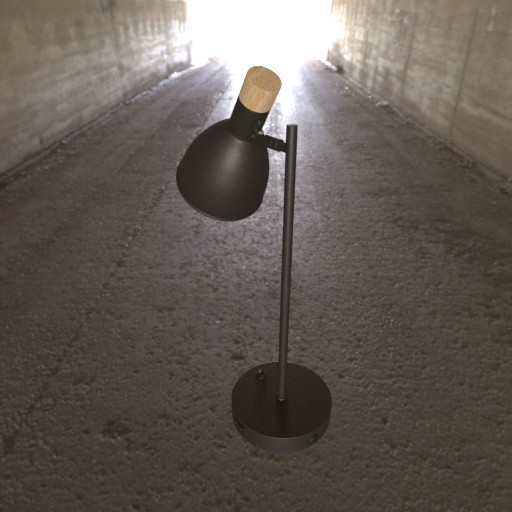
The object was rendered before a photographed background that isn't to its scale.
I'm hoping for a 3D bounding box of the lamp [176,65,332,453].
[{"bbox_3d":[0.000,0.000,0.608,0.152,0.483,0.287,-19,34,-30],"label":"lamp"}]
